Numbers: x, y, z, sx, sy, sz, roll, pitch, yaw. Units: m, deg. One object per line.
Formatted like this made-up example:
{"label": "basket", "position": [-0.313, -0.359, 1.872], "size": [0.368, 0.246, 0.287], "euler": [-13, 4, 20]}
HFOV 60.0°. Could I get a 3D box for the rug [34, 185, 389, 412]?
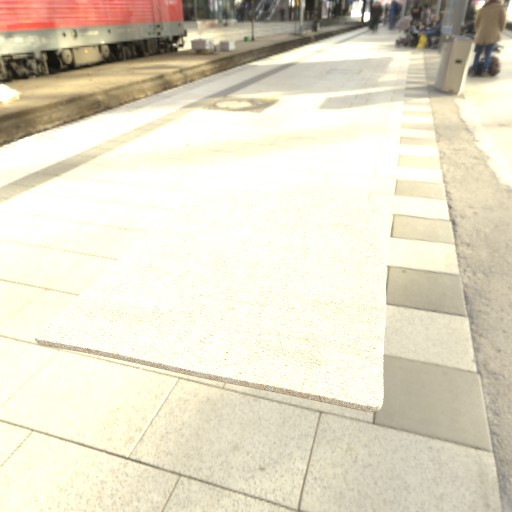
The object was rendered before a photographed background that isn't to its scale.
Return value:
{"label": "rug", "position": [0.000, 0.000, 2.098], "size": [1.200, 0.027, 1.600], "euler": [8, 30, 13]}
